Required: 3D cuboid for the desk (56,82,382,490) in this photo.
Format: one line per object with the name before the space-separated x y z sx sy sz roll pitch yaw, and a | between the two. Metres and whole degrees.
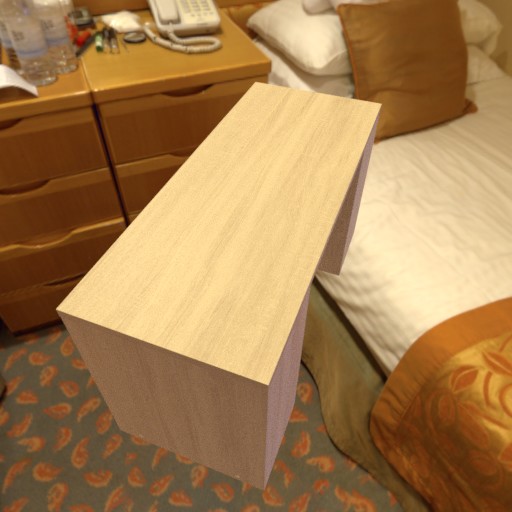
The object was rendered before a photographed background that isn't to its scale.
desk | 0.000 0.000 1.763 0.600 0.740 1.390 16 48 15
